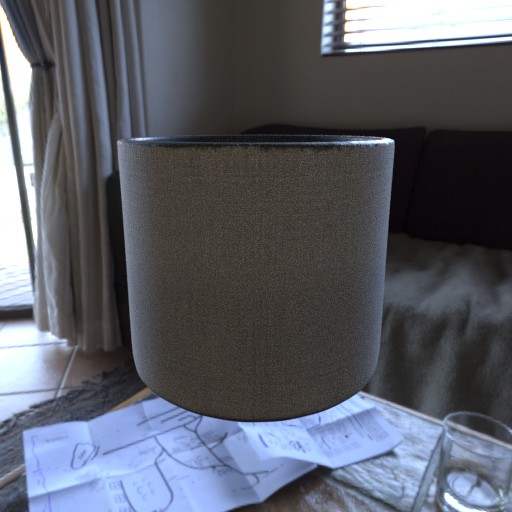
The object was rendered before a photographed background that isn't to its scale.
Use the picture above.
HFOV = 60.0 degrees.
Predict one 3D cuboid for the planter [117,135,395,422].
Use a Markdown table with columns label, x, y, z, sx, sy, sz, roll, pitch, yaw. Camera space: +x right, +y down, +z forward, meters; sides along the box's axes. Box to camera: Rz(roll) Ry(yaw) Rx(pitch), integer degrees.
| label | x | y | z | sx | sy | sz | roll | pitch | yaw |
| --- | --- | --- | --- | --- | --- | --- | --- | --- | --- |
| planter | 0.000 | 0.000 | 0.389 | 0.221 | 0.201 | 0.221 | 0 | 17 | 0 |
